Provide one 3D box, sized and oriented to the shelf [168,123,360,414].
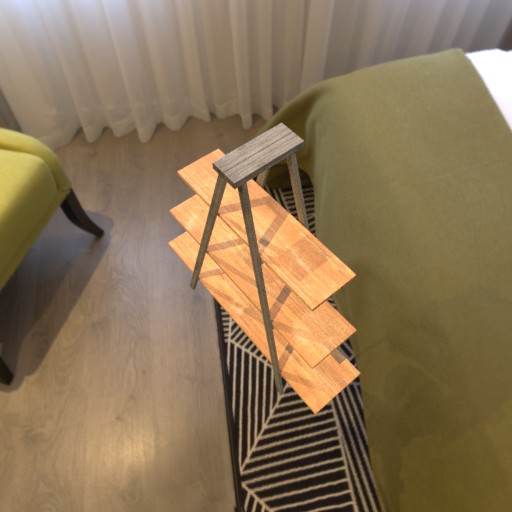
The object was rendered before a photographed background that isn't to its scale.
[{"bbox_3d":[0.000,0.000,2.785,0.508,1.808,1.746,-35,64,-20],"label":"shelf"}]
